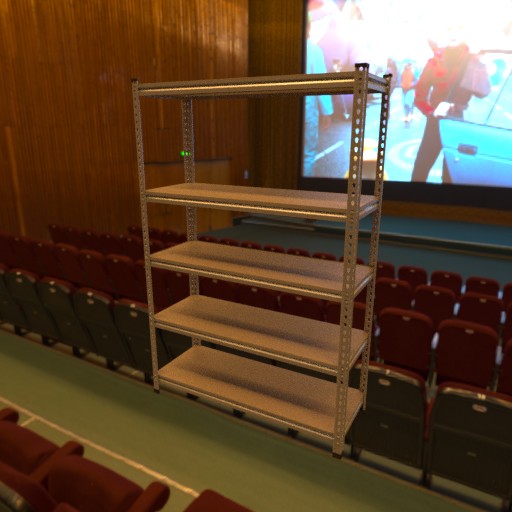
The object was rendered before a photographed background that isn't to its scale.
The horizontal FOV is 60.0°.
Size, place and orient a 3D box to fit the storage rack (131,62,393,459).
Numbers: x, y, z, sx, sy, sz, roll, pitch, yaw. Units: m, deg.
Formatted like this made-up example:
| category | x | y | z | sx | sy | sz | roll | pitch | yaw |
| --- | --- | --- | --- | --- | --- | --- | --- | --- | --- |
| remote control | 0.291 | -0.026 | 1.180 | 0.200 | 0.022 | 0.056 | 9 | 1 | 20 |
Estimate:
| category | x | y | z | sx | sy | sz | roll | pitch | yaw |
| --- | --- | --- | --- | --- | --- | --- | --- | --- | --- |
| storage rack | 0.000 | 0.000 | 2.424 | 1.219 | 1.829 | 0.457 | 9 | 18 | 28 |
